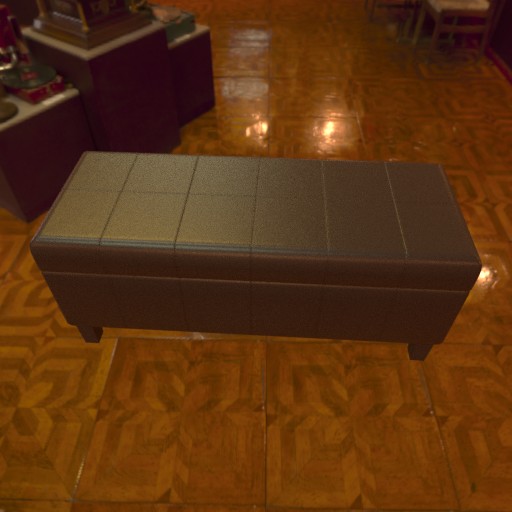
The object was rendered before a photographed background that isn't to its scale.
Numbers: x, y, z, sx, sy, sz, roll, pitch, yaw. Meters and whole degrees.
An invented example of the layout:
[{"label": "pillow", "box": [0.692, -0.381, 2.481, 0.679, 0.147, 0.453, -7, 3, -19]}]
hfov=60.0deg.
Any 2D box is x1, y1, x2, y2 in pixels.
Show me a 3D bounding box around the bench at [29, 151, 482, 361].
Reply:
[{"label": "bench", "box": [0.000, 0.000, 1.346, 1.092, 0.457, 0.429, 3, 46, 2]}]
